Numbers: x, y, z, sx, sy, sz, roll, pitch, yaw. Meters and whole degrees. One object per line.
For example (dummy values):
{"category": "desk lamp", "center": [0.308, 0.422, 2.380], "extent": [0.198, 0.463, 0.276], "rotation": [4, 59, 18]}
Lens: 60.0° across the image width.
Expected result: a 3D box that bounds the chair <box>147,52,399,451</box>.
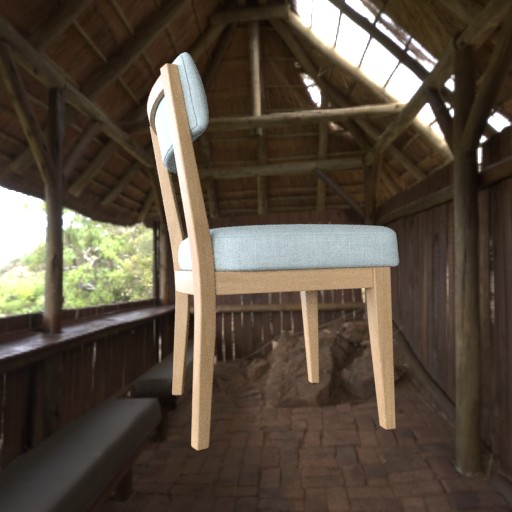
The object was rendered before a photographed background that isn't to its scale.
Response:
{"category": "chair", "center": [0.000, 0.000, 1.191], "extent": [0.572, 0.832, 0.508], "rotation": [0, -1, -16]}
